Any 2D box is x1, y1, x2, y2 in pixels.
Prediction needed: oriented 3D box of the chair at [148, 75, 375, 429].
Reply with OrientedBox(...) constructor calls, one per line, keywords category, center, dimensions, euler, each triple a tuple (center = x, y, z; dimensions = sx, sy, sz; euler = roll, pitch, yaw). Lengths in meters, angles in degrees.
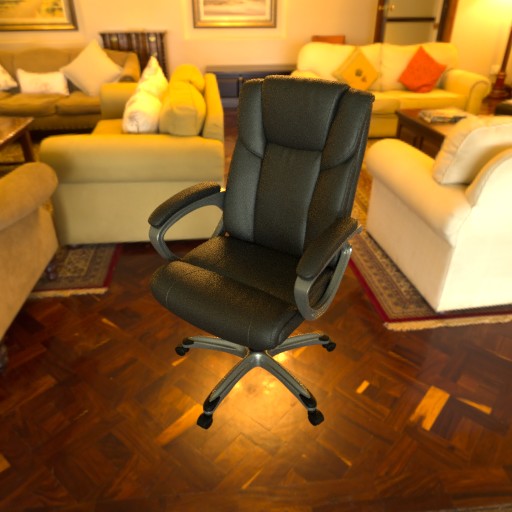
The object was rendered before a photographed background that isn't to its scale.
OrientedBox(category="chair", center=(0.000, 0.000, 1.590), dimensions=(0.721, 1.130, 0.719), euler=(20, 36, 30))
